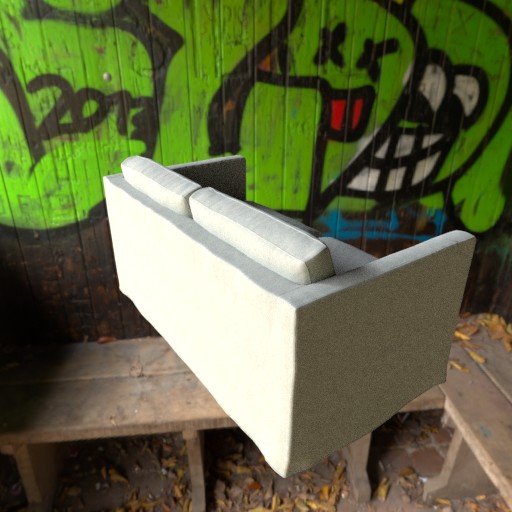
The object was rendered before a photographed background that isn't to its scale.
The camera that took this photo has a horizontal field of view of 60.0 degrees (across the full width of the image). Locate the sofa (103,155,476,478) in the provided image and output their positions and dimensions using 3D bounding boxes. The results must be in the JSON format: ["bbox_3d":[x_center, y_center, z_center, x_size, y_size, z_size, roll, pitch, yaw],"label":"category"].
[{"bbox_3d":[0.000,0.000,2.222,0.944,0.830,1.727,-17,30,-31],"label":"sofa"}]
